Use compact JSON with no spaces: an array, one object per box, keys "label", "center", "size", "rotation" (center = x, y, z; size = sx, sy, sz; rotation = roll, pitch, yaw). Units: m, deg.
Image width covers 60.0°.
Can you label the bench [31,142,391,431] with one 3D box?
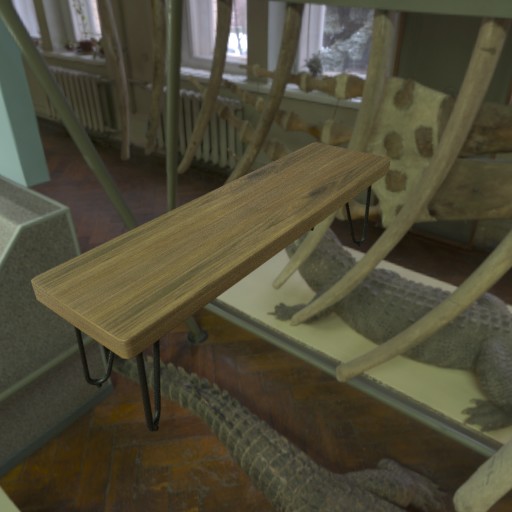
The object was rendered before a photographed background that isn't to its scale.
[{"label":"bench","center":[0.000,0.000,1.789],"size":[0.425,0.462,1.570],"rotation":[22,38,31]}]
